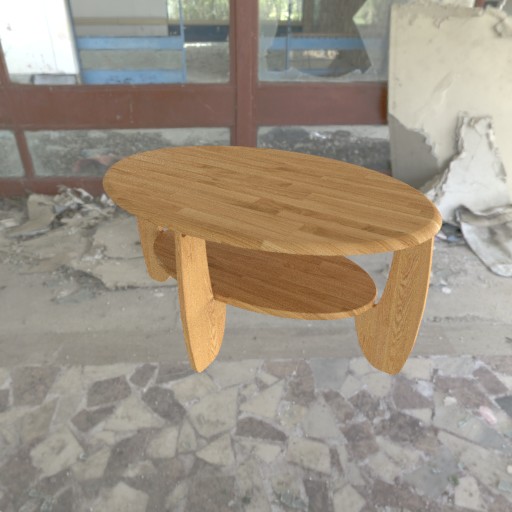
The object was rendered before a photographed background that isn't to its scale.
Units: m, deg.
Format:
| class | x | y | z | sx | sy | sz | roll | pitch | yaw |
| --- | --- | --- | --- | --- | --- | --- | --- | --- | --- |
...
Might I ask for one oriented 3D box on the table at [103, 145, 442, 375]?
| class | x | y | z | sx | sy | sz | roll | pitch | yaw |
| --- | --- | --- | --- | --- | --- | --- | --- | --- | --- |
| table | 0.000 | 0.000 | 1.399 | 1.040 | 0.490 | 0.690 | 18 | 34 | 29 |
